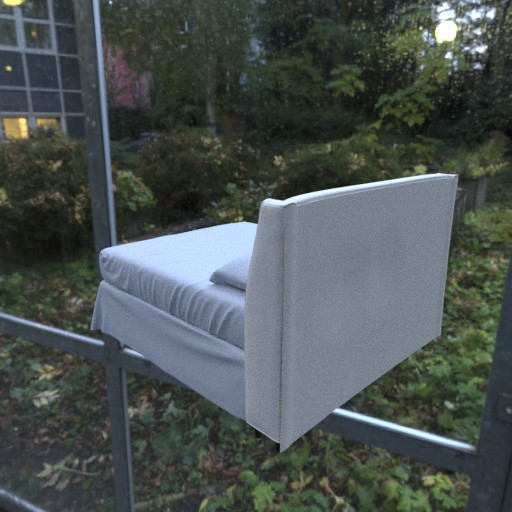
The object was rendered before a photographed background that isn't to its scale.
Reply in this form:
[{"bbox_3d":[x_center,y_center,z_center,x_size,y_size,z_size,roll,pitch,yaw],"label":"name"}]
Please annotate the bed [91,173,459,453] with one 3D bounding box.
[{"bbox_3d":[0.000,0.000,3.489,1.925,1.332,2.276,-15,22,-43],"label":"bed"}]
